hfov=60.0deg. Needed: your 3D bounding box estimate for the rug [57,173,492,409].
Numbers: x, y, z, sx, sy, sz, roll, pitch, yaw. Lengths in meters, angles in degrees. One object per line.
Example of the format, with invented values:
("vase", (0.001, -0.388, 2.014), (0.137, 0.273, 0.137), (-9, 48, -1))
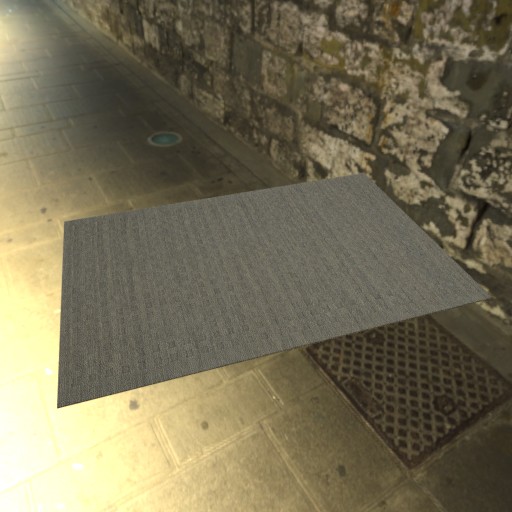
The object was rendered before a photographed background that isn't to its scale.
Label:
("rug", (0.000, 0.000, 2.107), (1.752, 0.006, 1.142), (-11, 41, -13))
